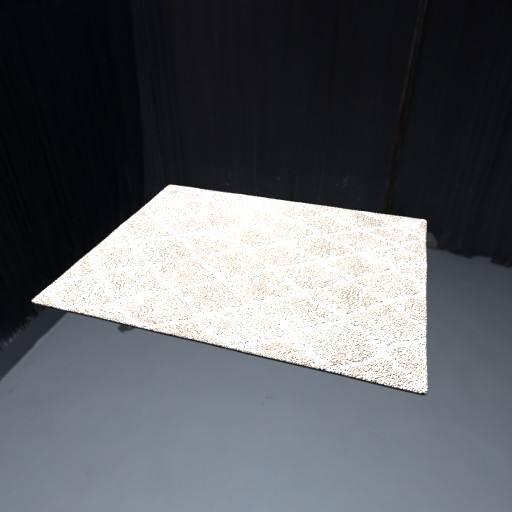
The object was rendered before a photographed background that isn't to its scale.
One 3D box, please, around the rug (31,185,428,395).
[{"bbox_3d":[0.000,0.000,4.152,3.047,0.029,2.438,10,34,15],"label":"rug"}]
